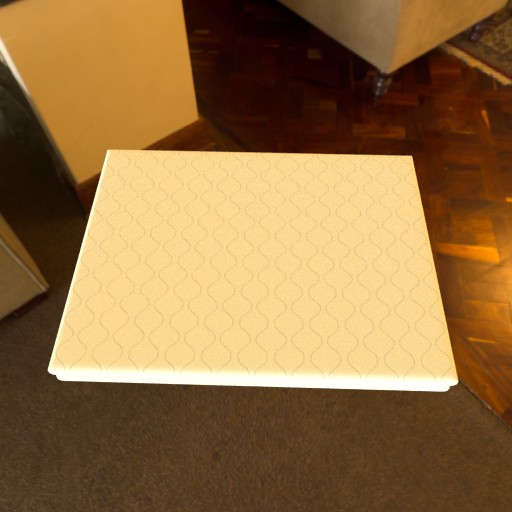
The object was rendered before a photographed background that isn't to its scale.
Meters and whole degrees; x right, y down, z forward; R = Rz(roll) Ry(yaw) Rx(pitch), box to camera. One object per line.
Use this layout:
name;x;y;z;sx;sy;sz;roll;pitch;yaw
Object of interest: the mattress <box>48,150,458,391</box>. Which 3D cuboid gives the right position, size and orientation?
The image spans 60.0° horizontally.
mattress;0.000;0.000;2.468;1.900;0.200;1.400;1;59;1
